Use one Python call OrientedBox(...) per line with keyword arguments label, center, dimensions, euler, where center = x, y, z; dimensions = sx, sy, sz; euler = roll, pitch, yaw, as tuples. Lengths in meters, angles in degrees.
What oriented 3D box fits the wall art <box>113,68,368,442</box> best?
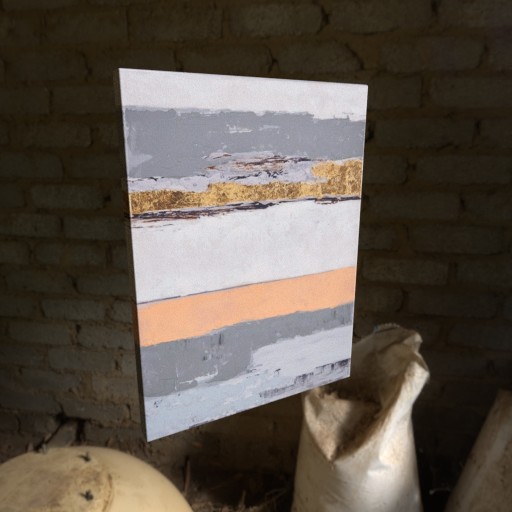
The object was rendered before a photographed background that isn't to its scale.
OrientedBox(label="wall art", center=(0.000, 0.000, 0.815), dimensions=(0.456, 0.609, 0.038), euler=(-8, 17, -28))
